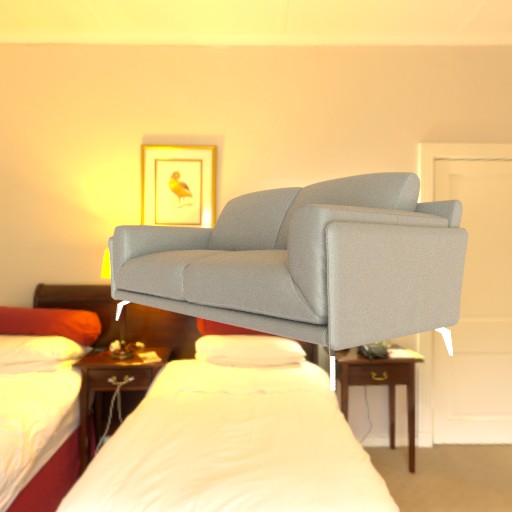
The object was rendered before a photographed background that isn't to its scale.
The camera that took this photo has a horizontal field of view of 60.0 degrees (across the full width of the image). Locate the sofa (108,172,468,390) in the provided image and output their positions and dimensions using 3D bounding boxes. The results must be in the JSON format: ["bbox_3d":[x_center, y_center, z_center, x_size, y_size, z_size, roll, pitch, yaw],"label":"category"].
[{"bbox_3d":[0.000,0.000,2.658,1.049,0.930,2.101,-1,1,-39],"label":"sofa"}]
